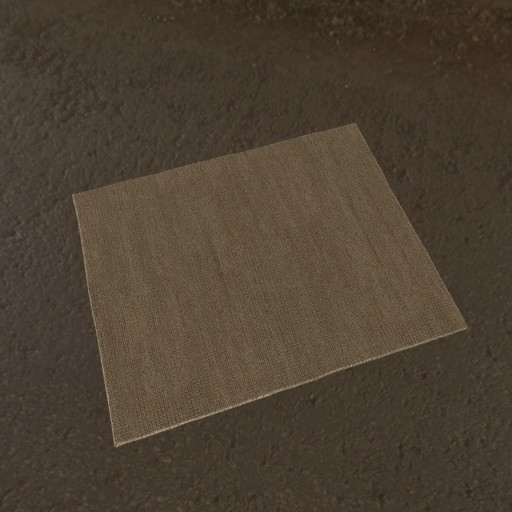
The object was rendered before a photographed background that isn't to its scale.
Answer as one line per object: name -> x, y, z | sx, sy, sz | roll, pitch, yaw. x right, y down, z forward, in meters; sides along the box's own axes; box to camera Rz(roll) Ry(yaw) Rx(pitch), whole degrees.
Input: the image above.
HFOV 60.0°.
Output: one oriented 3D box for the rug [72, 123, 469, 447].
rug -> 0.000, 0.000, 4.088 | 3.052, 0.030, 2.429 | -16, 65, -8
